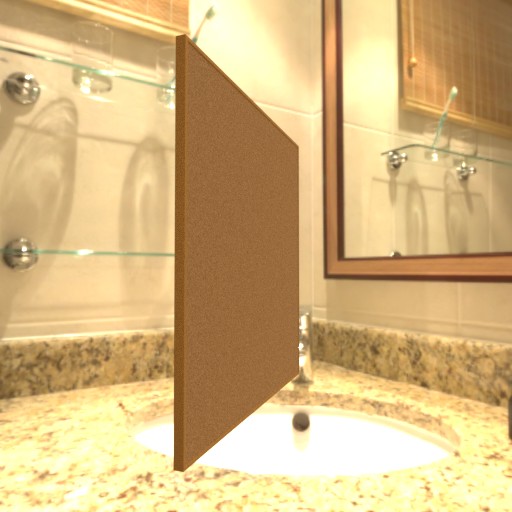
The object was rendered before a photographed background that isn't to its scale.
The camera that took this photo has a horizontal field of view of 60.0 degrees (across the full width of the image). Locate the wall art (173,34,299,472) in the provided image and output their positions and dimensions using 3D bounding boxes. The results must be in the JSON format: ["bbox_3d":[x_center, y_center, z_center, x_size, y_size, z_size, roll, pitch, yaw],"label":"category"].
[{"bbox_3d":[0.000,0.000,0.676,0.013,0.455,0.457,-1,-2,21],"label":"wall art"}]
